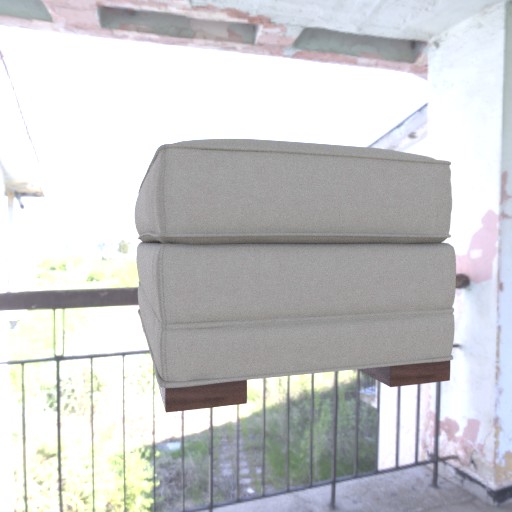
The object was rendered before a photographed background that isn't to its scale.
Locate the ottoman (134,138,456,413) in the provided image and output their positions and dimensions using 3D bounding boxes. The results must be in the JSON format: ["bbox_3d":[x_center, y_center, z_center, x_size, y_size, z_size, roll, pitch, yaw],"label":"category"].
[{"bbox_3d":[0.000,0.000,1.186,0.611,0.482,0.848,-1,2,-17],"label":"ottoman"}]
